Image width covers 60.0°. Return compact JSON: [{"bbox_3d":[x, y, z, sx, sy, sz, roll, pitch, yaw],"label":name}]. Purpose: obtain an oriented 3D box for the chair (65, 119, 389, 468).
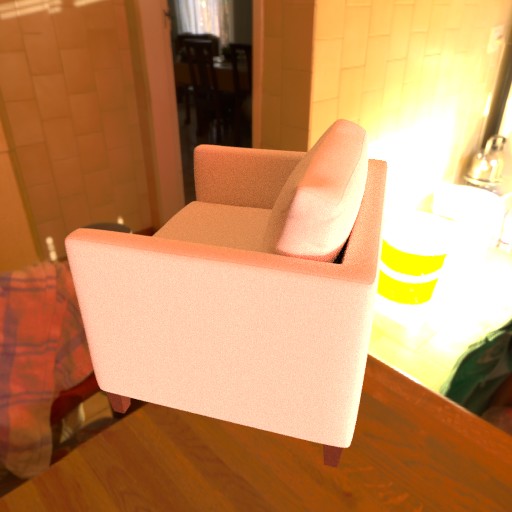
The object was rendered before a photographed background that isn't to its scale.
[{"bbox_3d":[0.000,0.000,1.650,0.878,0.885,1.019,8,31,14],"label":"chair"}]
